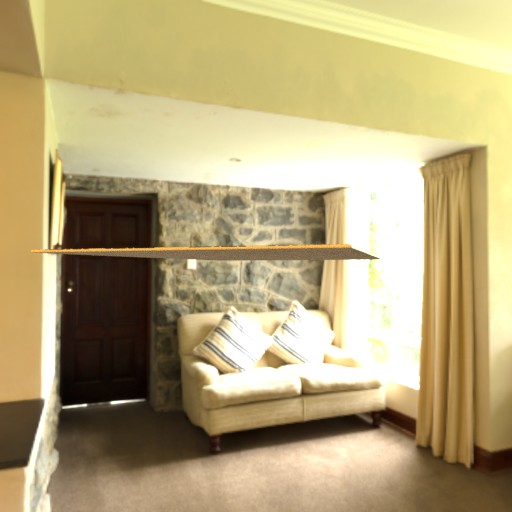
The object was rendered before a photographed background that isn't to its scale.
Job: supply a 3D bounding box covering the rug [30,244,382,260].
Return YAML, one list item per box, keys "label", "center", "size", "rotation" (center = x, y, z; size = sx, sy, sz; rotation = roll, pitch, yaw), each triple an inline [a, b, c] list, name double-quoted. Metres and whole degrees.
- label: "rug"
  center: [0.000, 0.000, 2.936]
  size: [1.514, 0.014, 2.275]
  rotation: [-1, -2, 19]
